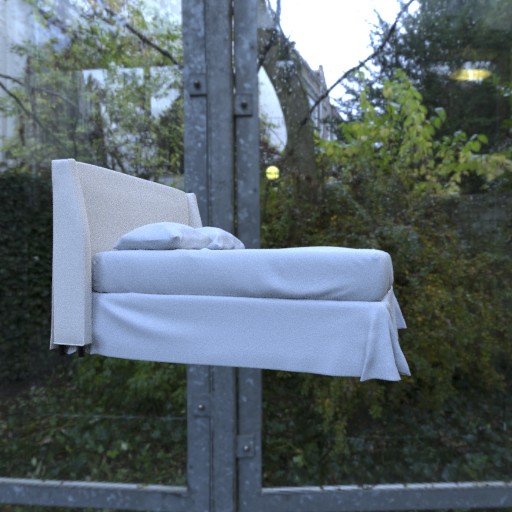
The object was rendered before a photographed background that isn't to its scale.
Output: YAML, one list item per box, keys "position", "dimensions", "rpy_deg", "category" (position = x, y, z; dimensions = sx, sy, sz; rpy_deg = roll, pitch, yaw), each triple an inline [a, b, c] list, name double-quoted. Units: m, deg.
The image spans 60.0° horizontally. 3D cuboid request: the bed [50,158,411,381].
- position: [0.000, 0.000, 3.497]
  dimensions: [2.276, 1.332, 1.925]
  rpy_deg: [0, 1, 18]
  category: "bed"
